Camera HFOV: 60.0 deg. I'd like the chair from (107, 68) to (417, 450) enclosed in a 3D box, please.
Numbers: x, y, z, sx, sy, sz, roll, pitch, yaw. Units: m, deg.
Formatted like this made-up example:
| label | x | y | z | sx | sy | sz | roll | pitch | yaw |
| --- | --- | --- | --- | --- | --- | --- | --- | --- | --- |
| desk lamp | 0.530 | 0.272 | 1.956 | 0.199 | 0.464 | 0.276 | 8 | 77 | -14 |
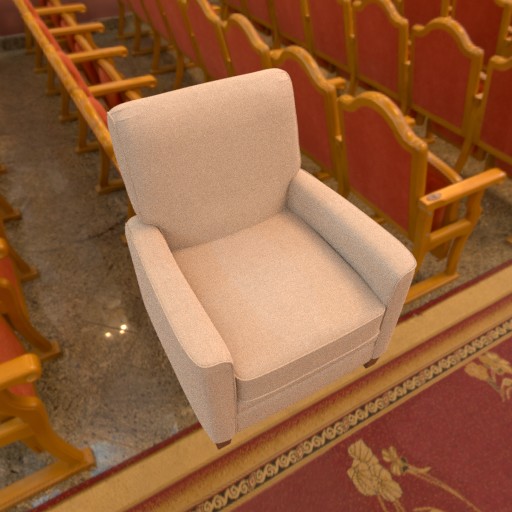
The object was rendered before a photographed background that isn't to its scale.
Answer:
| label | x | y | z | sx | sy | sz | roll | pitch | yaw |
| --- | --- | --- | --- | --- | --- | --- | --- | --- | --- |
| chair | 0.000 | 0.000 | 1.646 | 0.841 | 1.023 | 0.858 | -22 | 49 | -20 |
